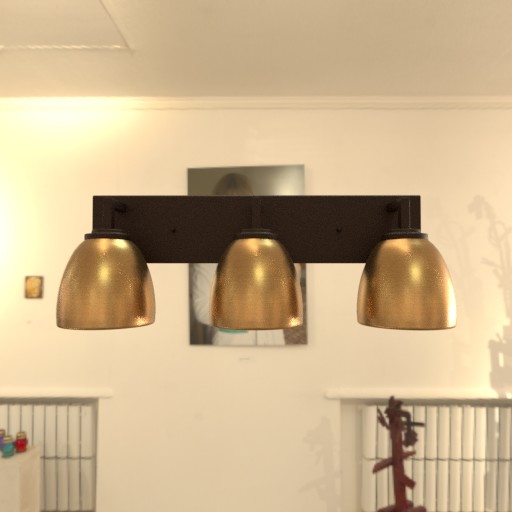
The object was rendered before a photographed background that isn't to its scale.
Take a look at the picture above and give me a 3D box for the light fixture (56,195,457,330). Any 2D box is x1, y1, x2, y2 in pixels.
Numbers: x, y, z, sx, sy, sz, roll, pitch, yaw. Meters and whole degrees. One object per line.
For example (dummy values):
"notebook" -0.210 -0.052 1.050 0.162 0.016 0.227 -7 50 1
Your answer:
"light fixture" 0.000 0.000 0.668 0.582 0.204 0.157 0 -2 0
